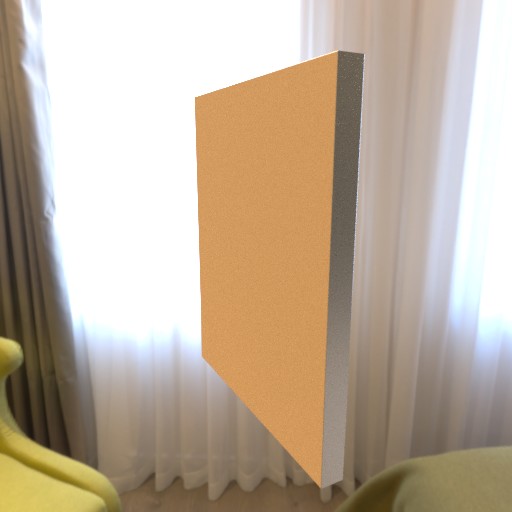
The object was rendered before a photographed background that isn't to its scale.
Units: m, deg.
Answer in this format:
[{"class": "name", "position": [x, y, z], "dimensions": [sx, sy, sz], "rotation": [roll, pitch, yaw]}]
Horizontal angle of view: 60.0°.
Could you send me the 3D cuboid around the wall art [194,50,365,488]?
[{"class": "wall art", "position": [0.000, 0.000, 0.741], "dimensions": [0.038, 0.549, 0.452], "rotation": [-7, 15, -27]}]
